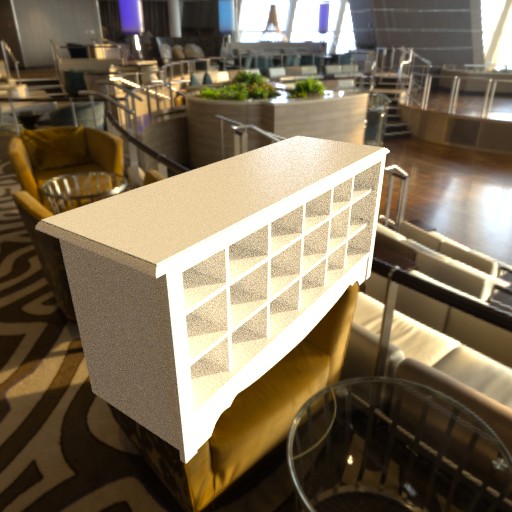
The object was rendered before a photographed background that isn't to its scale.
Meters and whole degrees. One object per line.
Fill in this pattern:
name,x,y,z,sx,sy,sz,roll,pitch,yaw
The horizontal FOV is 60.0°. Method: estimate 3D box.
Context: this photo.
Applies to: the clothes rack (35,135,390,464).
clothes rack,0.000,0.000,1.495,0.405,0.558,1.218,18,32,31
